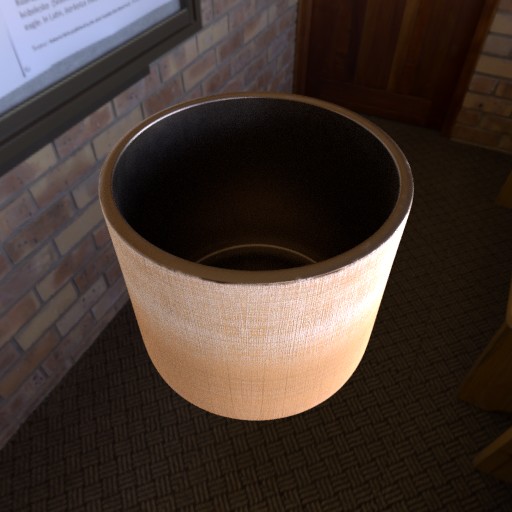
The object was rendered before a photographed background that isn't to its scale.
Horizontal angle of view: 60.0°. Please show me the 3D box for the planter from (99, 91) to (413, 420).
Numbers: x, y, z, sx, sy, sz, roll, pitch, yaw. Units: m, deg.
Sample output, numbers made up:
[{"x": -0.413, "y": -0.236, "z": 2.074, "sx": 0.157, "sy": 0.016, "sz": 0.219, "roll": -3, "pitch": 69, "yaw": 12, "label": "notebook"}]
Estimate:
[{"x": 0.000, "y": 0.000, "z": 0.439, "sx": 0.254, "sy": 0.221, "sz": 0.254, "roll": 0, "pitch": 47, "yaw": 0, "label": "planter"}]
